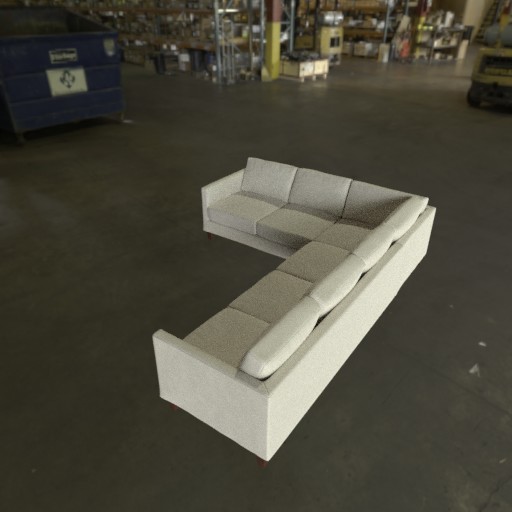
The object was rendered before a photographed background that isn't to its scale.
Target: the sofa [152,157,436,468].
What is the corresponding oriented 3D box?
[{"bbox_3d":[0.000,0.000,4.262,2.432,0.863,3.182,19,35,30],"label":"sofa"}]
